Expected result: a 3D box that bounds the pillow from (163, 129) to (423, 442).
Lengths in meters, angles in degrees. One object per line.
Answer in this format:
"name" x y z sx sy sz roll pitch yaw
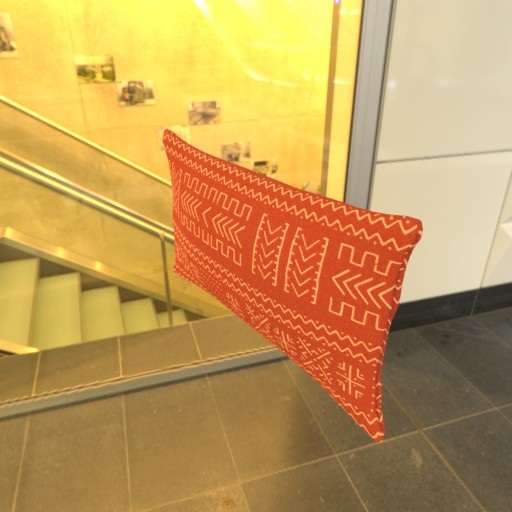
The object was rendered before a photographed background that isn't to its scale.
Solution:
"pillow" 0.000 0.000 0.802 0.130 0.352 0.640 -19 33 -32
